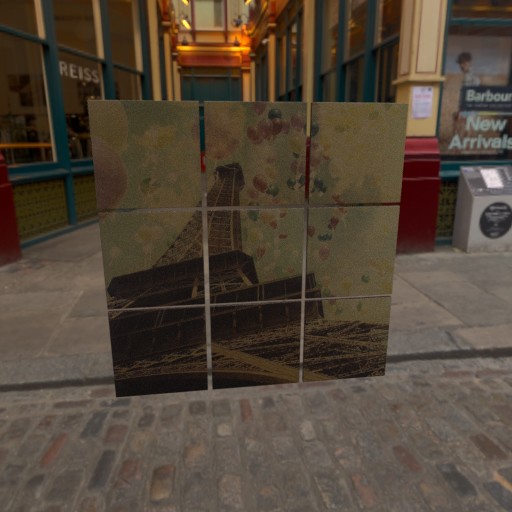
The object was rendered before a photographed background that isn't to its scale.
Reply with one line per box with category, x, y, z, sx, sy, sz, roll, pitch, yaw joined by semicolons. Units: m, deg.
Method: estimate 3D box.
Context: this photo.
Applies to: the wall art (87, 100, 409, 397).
wall art;0.000;0.000;1.892;1.256;1.246;0.017;-2;16;-8
